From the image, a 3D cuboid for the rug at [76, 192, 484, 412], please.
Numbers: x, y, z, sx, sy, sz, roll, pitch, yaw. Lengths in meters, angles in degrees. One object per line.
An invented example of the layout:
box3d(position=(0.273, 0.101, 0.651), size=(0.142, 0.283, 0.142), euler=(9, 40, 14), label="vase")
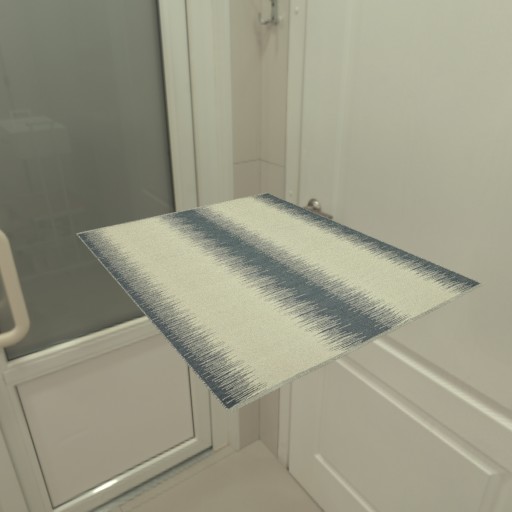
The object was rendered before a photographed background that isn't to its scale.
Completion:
box3d(position=(0.000, 0.000, 4.112), size=(2.453, 0.004, 3.037), euler=(-17, 30, -31), label="rug")
